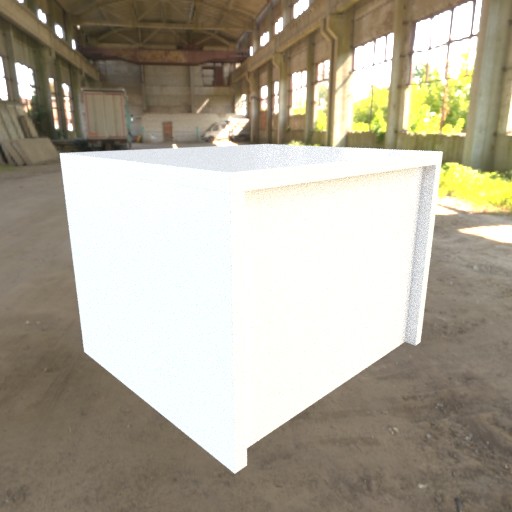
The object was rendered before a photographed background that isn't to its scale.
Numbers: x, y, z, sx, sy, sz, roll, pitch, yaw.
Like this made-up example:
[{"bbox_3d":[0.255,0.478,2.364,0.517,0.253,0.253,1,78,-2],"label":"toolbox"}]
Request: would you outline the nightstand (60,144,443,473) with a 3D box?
[{"bbox_3d":[0.000,0.000,0.769,0.470,0.351,0.408,-16,23,-42],"label":"nightstand"}]
